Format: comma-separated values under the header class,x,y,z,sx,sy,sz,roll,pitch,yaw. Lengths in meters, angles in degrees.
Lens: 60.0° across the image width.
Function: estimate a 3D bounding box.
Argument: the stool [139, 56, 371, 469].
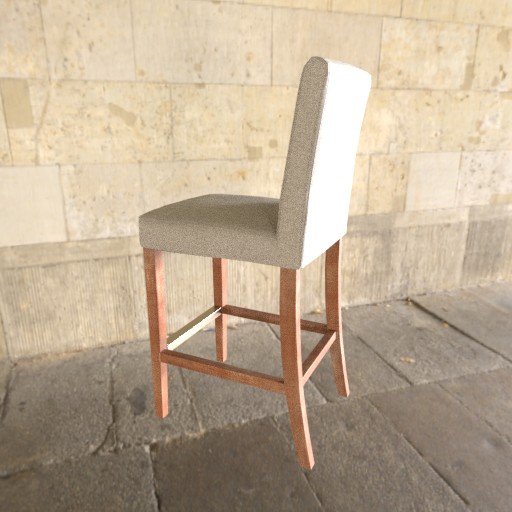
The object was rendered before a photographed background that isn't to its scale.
class,x,y,z,sx,sy,sz,roll,pitch,yaw
stool,0.000,0.000,1.387,0.570,1.088,0.439,9,20,25
